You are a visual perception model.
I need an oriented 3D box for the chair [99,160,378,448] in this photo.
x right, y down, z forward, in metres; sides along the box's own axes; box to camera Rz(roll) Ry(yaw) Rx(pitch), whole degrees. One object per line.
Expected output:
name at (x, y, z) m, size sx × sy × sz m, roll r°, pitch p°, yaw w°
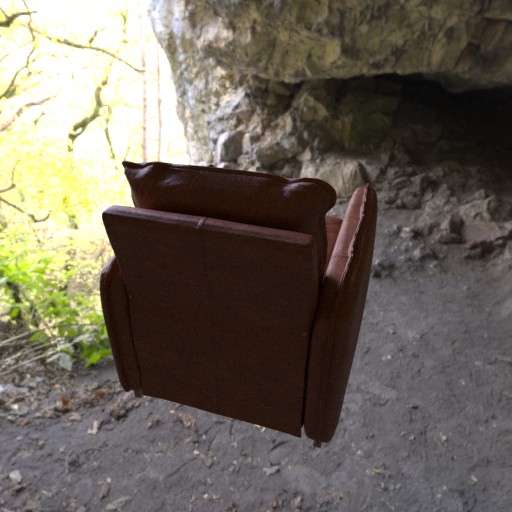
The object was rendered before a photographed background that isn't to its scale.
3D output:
chair at (0.000, 0.000, 1.646) m, size 0.830 × 0.922 × 0.922 m, roll 10°, pitch 33°, yaw 15°
